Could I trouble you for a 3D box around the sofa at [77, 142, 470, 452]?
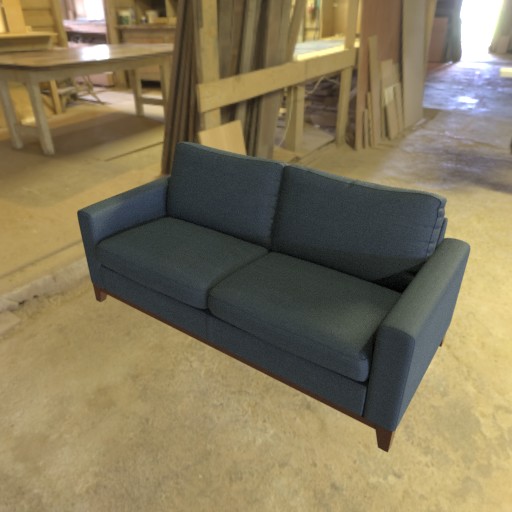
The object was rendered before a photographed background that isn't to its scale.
[{"bbox_3d":[0.000,0.000,2.353,1.900,0.865,0.877,19,35,30],"label":"sofa"}]
